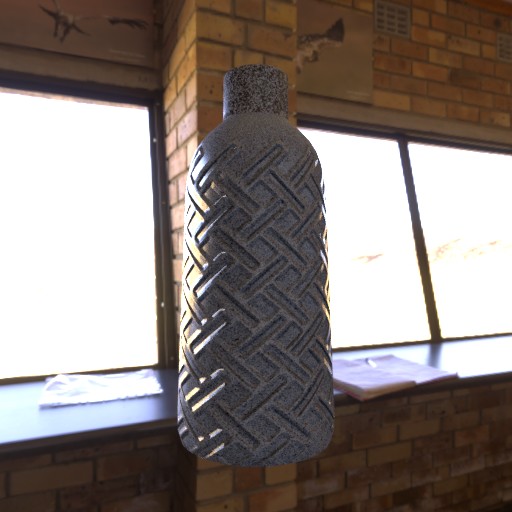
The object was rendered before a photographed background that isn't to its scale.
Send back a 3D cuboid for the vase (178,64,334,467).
[{"bbox_3d":[0.000,0.000,0.350,0.122,0.282,0.122,0,0,0],"label":"vase"}]
